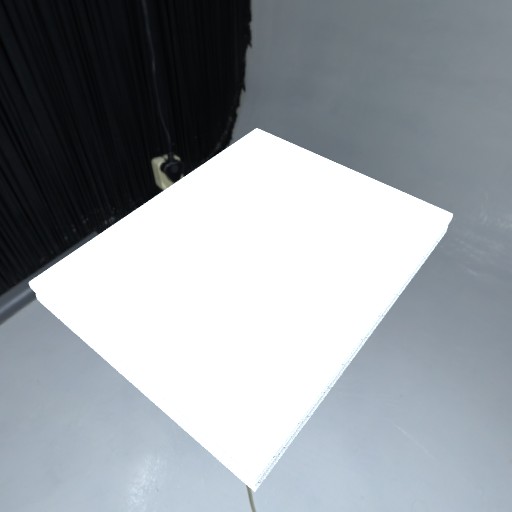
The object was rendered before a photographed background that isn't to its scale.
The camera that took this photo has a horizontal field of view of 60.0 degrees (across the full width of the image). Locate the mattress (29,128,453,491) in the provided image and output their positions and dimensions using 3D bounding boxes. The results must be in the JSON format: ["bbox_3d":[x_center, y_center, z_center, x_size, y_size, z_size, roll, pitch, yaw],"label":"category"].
[{"bbox_3d":[0.000,0.000,2.671,1.600,0.200,2.000,31,55,25],"label":"mattress"}]
